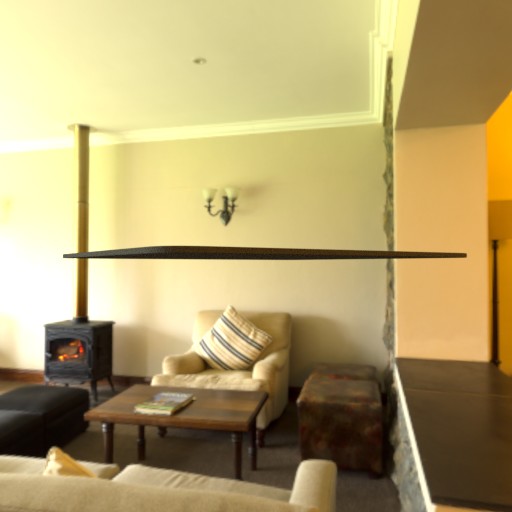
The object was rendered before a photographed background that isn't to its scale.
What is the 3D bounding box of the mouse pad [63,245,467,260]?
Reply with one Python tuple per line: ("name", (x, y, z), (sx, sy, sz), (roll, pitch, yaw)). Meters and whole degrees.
("mouse pad", (0.000, 0.000, 0.321), (0.229, 0.003, 0.203), (1, -1, -35))
